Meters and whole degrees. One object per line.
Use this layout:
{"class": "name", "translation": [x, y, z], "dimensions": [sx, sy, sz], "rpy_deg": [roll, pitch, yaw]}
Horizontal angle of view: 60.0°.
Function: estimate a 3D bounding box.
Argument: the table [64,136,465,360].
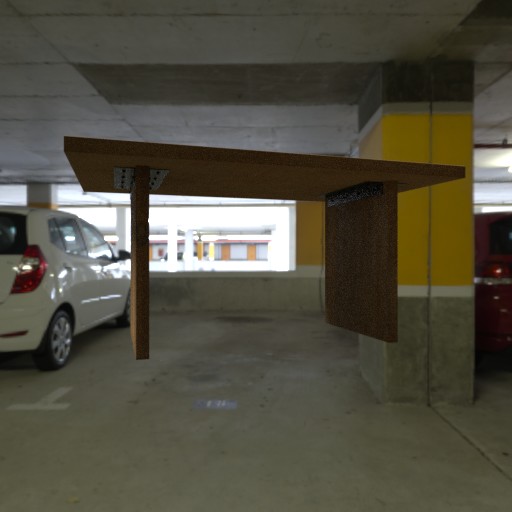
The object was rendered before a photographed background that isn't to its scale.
{"class": "table", "translation": [0.000, 0.000, 2.131], "dimensions": [1.609, 0.780, 0.946], "rpy_deg": [0, 0, -18]}
